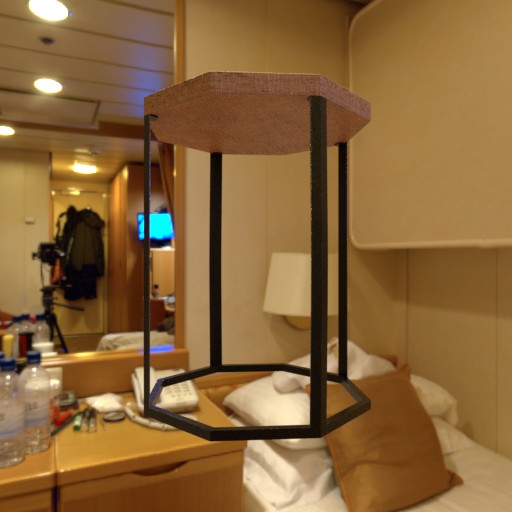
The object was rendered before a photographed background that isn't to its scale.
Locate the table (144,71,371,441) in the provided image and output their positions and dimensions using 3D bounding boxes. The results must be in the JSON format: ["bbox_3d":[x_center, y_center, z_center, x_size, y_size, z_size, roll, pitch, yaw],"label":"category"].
[{"bbox_3d":[0.000,0.000,0.869,0.437,0.553,0.437,0,0,18],"label":"table"}]
